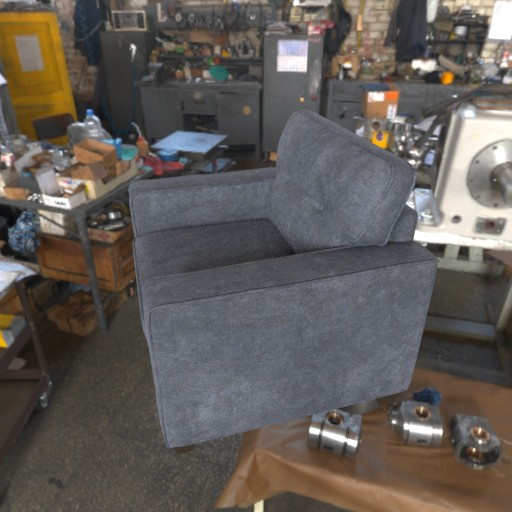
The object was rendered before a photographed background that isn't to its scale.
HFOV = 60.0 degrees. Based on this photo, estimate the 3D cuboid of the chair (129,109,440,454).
[{"bbox_3d":[0.000,0.000,1.768,0.939,0.965,1.015,-8,31,-14],"label":"chair"}]
